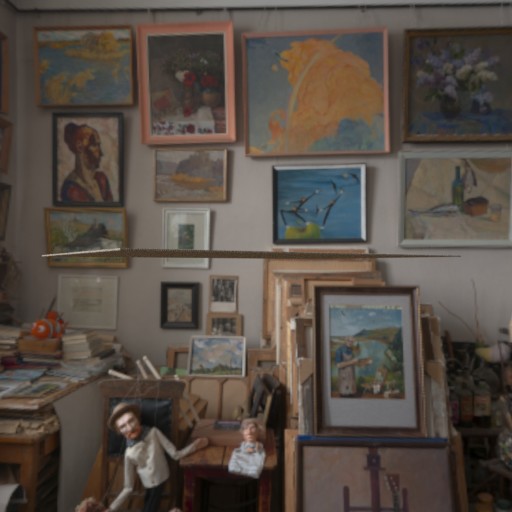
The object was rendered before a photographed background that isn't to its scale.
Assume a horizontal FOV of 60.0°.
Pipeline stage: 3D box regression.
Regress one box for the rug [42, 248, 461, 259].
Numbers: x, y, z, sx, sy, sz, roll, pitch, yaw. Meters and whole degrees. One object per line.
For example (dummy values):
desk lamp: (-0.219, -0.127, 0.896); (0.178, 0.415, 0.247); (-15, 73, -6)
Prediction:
rug: (0.000, 0.000, 2.211); (1.752, 0.006, 1.142); (1, -1, -36)
